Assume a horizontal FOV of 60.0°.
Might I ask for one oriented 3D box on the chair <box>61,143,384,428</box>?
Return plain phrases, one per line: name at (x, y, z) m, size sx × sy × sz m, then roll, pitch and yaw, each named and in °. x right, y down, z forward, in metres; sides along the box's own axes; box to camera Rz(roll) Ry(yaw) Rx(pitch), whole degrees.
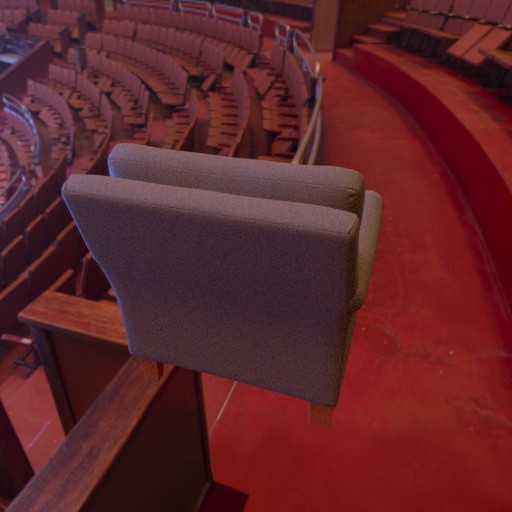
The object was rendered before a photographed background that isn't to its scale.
chair at (0.000, 0.000, 1.851) m, size 0.955 × 1.038 × 1.070 m, roll 10°, pitch 33°, yaw 16°
